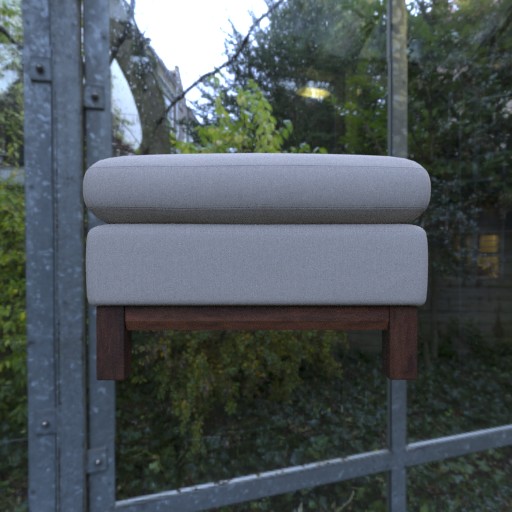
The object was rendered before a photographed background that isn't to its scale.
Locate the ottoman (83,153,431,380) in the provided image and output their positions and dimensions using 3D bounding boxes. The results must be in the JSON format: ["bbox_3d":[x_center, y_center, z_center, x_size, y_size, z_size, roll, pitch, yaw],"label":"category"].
[{"bbox_3d":[0.000,0.000,1.109,0.606,0.420,0.771,0,0,0],"label":"ottoman"}]
